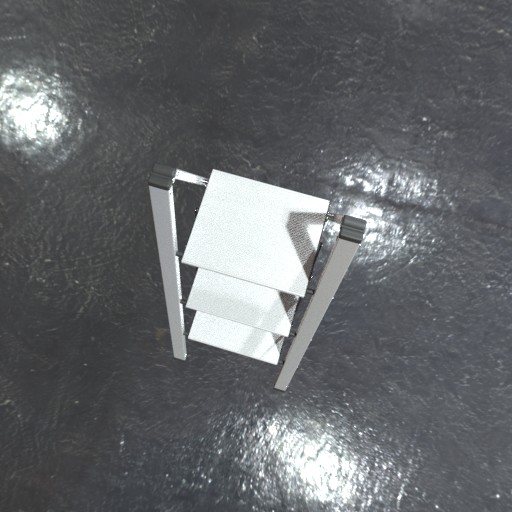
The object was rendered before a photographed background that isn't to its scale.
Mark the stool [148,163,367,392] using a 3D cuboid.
[{"bbox_3d":[0.000,0.000,1.301,0.441,0.902,0.730,16,77,4],"label":"stool"}]
